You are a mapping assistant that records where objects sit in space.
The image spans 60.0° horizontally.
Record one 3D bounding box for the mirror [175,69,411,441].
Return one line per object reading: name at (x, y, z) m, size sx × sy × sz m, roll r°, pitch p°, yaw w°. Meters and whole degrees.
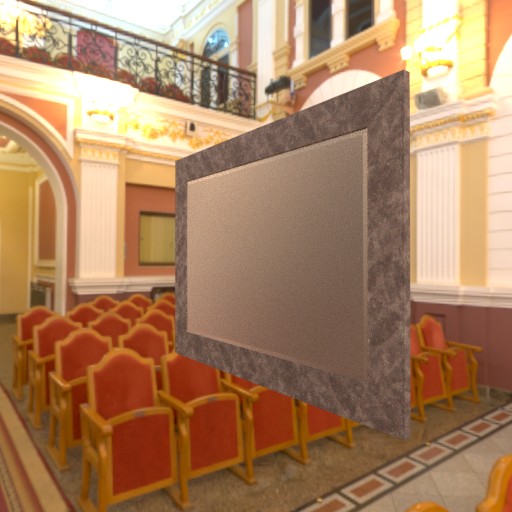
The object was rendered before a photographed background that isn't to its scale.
mirror at (0.000, 0.000, 1.399) m, size 0.022 × 0.795 × 1.101 m, roll 0°, pitch 0°, yaw -36°
